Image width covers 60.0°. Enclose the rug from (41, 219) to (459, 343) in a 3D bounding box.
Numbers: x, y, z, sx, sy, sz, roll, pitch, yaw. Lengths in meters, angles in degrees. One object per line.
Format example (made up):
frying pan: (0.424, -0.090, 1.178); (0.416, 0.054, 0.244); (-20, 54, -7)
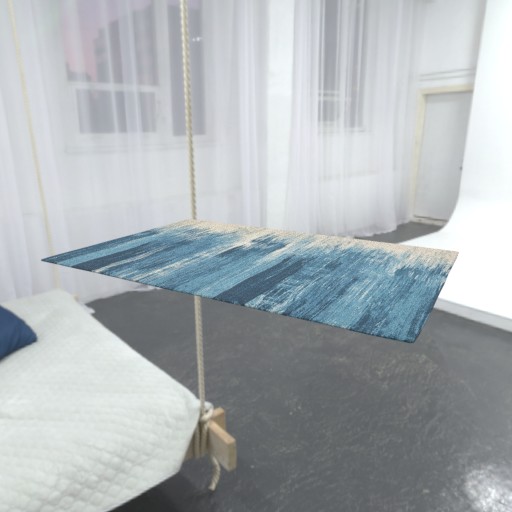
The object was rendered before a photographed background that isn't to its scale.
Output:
rug: (0.000, 0.000, 2.318); (1.836, 0.009, 1.232); (9, 18, 28)
